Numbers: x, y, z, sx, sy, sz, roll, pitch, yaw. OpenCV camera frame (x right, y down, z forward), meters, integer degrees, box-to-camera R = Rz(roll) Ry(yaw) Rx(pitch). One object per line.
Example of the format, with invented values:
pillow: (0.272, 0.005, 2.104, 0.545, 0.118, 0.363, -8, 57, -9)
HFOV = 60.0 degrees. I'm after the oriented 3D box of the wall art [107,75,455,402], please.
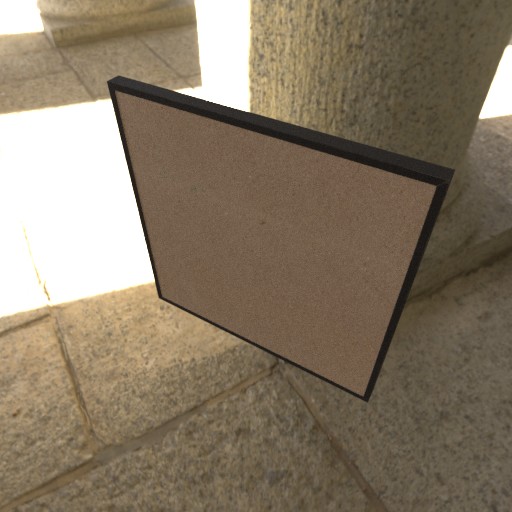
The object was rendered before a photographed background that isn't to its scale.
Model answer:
wall art: (0.000, 0.000, 1.145, 0.762, 0.762, 0.038, 23, 49, 21)
